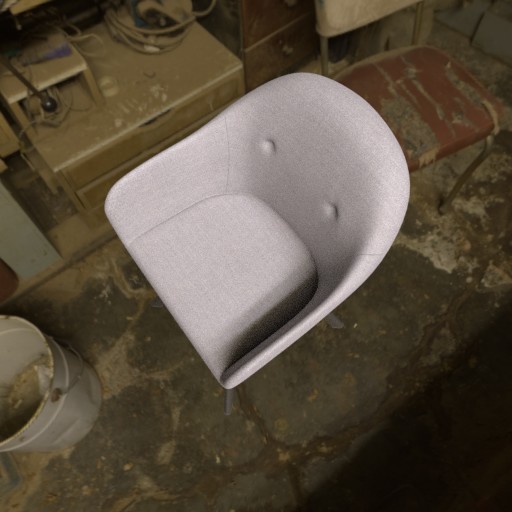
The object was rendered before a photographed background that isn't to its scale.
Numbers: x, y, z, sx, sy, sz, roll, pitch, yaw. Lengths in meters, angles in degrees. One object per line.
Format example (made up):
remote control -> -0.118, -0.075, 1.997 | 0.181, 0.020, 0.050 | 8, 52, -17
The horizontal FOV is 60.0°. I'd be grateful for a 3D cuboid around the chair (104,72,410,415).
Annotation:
chair -> 0.000, 0.000, 1.171 | 0.570, 0.780, 0.540 | -34, 68, -16
